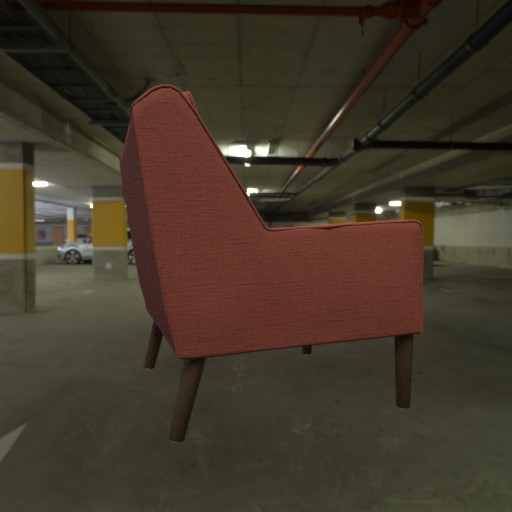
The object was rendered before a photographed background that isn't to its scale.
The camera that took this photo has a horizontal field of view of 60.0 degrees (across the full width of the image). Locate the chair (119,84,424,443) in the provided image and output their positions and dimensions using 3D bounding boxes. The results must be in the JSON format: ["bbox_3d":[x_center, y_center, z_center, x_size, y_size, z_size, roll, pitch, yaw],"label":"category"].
[{"bbox_3d":[0.000,0.000,1.355,0.770,0.812,0.680,-1,2,-19],"label":"chair"}]
